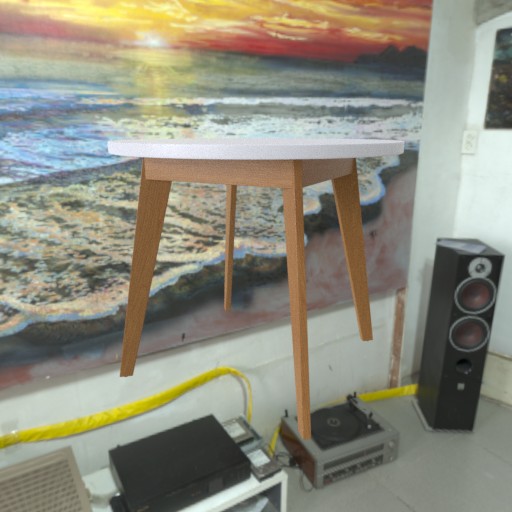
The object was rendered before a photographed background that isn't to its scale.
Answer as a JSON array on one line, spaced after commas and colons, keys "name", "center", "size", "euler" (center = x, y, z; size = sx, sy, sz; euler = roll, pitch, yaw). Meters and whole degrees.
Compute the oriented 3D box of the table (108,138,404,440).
[{"name": "table", "center": [0.000, 0.000, 1.508], "size": [0.896, 0.762, 0.896], "euler": [0, 16, 0]}]
